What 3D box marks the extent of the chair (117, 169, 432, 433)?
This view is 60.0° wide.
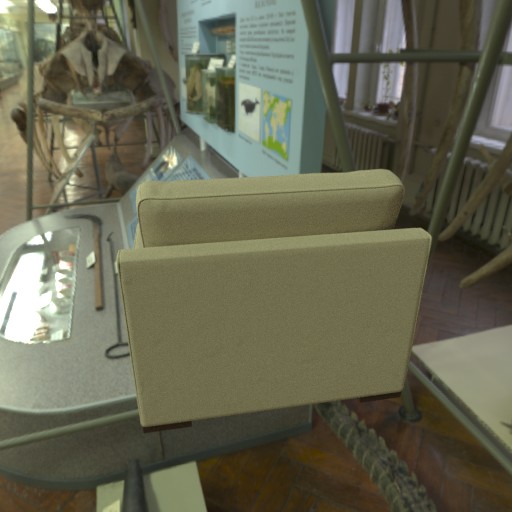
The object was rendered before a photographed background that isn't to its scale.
[{"bbox_3d":[0.000,0.000,2.189,1.293,1.005,1.274,-8,26,-16],"label":"chair"}]
